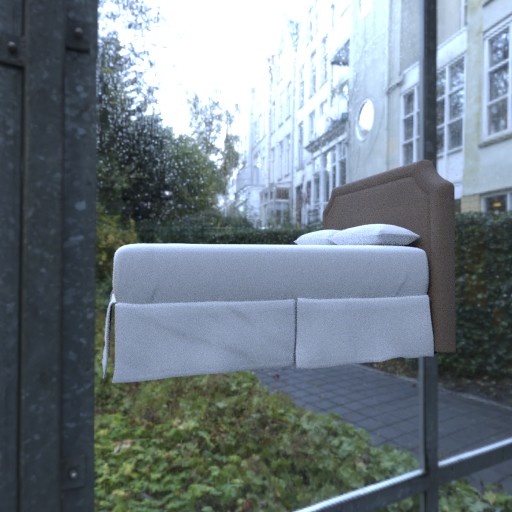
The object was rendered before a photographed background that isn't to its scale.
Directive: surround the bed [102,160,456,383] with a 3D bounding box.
[{"bbox_3d":[0.000,0.000,3.259,2.116,1.290,1.693,0,0,-18],"label":"bed"}]
